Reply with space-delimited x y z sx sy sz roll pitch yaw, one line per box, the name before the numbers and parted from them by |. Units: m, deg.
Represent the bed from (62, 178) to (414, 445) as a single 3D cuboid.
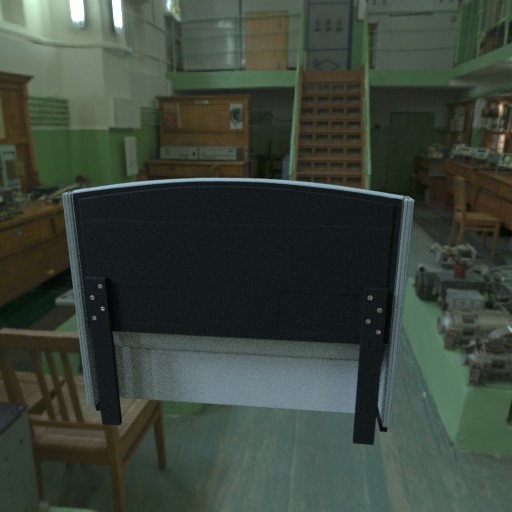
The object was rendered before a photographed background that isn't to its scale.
bed | 0.000 0.000 3.332 1.710 1.407 2.237 2 17 6
